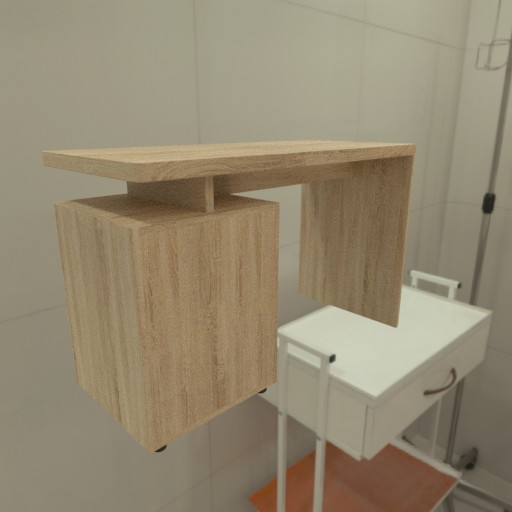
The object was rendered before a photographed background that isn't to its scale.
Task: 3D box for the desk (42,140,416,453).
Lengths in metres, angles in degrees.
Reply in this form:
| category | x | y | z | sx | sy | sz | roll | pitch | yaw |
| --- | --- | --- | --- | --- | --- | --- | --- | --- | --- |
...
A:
| category | x | y | z | sx | sy | sz | roll | pitch | yaw |
| --- | --- | --- | --- | --- | --- | --- | --- | --- | --- |
| desk | 0.000 | 0.000 | 1.589 | 1.200 | 0.760 | 0.550 | -16 | 23 | -42 |
